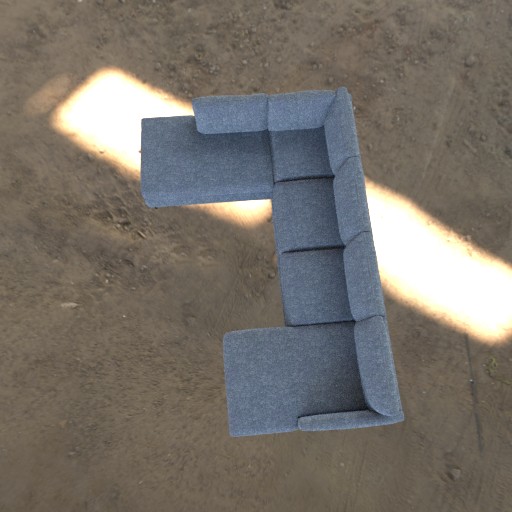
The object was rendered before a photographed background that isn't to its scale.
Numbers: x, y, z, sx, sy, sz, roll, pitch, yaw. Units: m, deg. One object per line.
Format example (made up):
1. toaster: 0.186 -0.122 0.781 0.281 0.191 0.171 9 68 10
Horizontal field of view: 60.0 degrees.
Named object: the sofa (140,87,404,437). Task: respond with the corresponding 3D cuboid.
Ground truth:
1. sofa: 0.000 0.000 3.622 1.879 0.756 2.737 -5 74 -1
